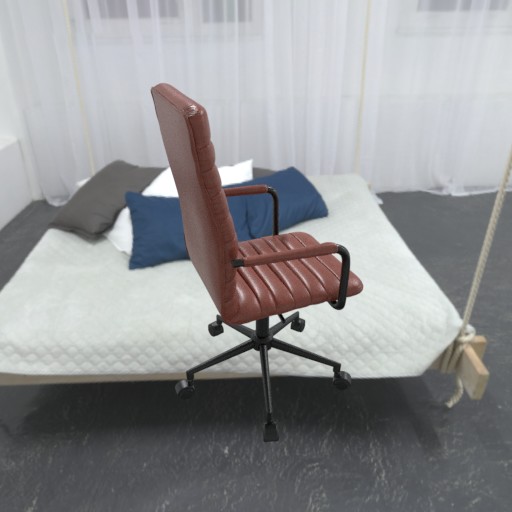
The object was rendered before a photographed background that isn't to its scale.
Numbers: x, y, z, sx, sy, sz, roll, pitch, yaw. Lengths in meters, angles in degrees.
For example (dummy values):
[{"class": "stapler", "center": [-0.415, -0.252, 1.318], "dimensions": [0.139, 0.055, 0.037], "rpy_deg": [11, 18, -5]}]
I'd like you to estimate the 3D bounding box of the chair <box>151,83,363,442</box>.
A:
[{"class": "chair", "center": [0.000, 0.000, 1.360], "dimensions": [0.580, 0.979, 0.608], "rpy_deg": [-11, 31, -19]}]
